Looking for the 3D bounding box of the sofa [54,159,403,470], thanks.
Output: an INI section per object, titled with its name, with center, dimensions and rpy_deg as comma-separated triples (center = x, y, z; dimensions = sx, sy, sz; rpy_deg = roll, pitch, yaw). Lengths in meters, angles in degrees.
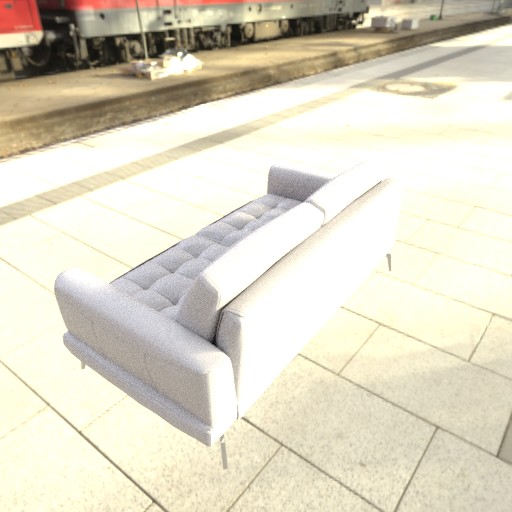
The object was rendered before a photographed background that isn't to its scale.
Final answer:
[sofa]
center = 0.000, 0.000, 2.759
dimensions = 1.121, 0.930, 2.177
rpy_deg = 21, 37, 30
